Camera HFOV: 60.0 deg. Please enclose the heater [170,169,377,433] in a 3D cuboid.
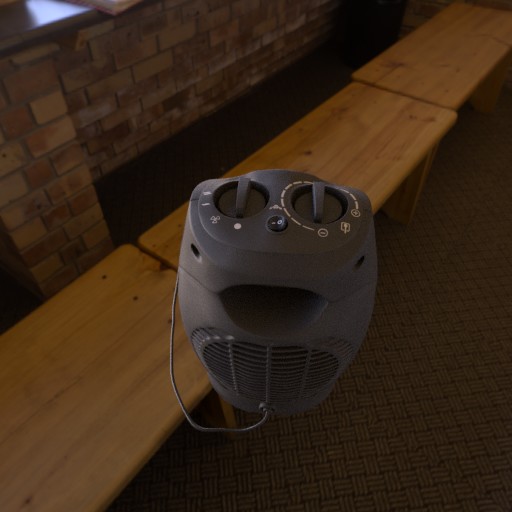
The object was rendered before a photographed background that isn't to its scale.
[{"bbox_3d":[0.000,0.000,0.480,0.239,0.255,0.291,4,47,4],"label":"heater"}]
